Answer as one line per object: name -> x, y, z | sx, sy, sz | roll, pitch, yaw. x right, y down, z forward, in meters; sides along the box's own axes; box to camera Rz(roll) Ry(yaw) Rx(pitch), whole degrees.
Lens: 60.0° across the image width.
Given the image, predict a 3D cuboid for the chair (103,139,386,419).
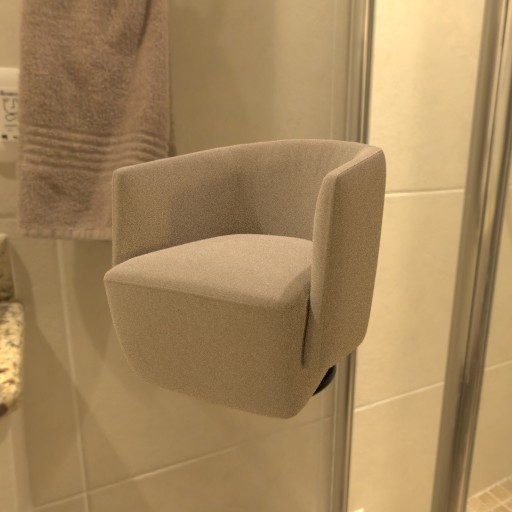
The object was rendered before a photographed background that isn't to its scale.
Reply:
chair -> 0.000, 0.000, 1.649 | 0.822, 0.861, 0.986 | 7, 15, 26
